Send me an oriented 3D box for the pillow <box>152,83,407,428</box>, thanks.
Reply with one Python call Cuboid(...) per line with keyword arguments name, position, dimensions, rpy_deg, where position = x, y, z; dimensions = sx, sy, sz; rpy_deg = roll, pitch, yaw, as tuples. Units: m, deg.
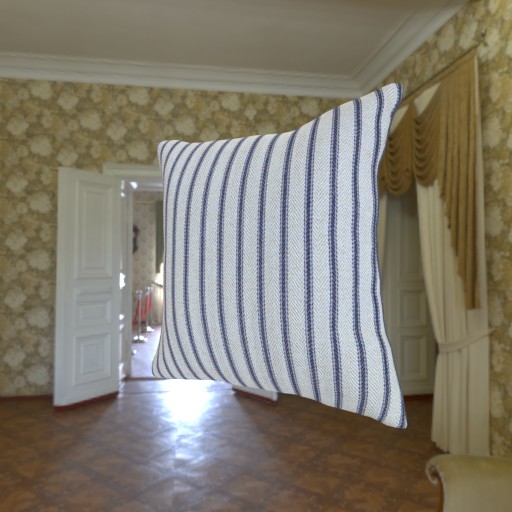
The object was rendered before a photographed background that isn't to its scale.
Cuboid(name="pillow", position=(0.000, 0.000, 0.701), dimensions=(0.468, 0.444, 0.138), rpy_deg=(-1, -2, 35))
